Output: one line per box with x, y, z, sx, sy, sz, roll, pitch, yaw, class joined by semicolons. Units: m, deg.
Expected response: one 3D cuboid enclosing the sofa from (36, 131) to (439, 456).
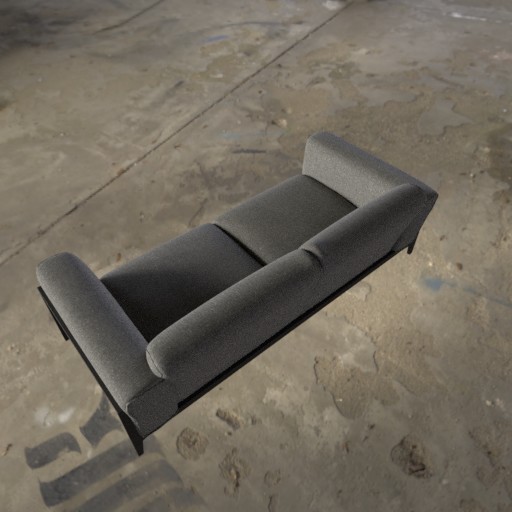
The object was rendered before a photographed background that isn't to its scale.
0.000;0.000;2.550;2.125;0.703;0.985;-31;53;-27;sofa
